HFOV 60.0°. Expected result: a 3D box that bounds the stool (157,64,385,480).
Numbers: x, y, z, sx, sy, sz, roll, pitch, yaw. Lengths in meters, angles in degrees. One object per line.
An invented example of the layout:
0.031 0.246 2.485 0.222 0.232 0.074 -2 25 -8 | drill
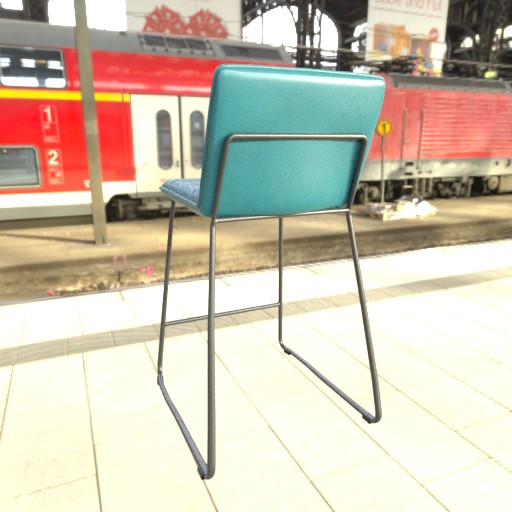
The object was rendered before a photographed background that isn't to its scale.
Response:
0.000 0.000 1.177 0.489 0.866 0.524 -7 16 -25 | stool
